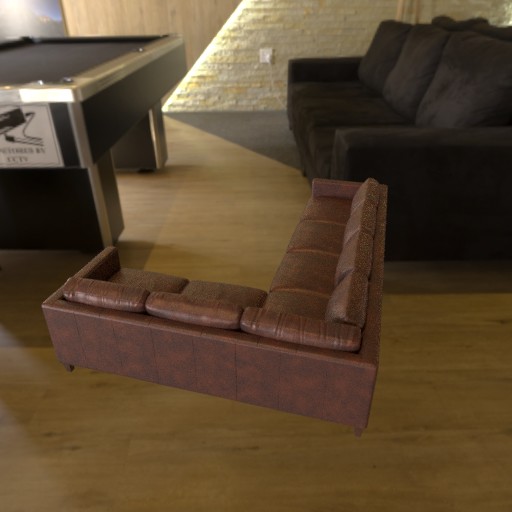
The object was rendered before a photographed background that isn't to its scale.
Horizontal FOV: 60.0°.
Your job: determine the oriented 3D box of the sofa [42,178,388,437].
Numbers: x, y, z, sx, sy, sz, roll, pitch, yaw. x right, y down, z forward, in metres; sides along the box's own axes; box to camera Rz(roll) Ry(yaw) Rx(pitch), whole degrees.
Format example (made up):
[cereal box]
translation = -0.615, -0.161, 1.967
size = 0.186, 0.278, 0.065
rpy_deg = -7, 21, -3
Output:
[sofa]
translation = 0.000, 0.000, 4.430
size = 2.438, 0.836, 3.152
rpy_deg = 8, 31, 13
